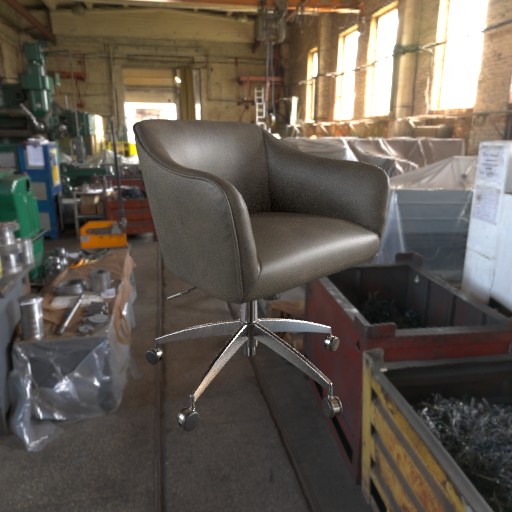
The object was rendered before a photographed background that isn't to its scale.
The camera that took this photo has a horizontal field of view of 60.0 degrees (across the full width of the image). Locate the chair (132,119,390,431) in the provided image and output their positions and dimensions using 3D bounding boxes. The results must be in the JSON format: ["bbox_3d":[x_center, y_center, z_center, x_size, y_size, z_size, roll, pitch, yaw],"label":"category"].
[{"bbox_3d":[0.000,0.000,1.380,0.689,0.827,0.713,14,21,43],"label":"chair"}]
